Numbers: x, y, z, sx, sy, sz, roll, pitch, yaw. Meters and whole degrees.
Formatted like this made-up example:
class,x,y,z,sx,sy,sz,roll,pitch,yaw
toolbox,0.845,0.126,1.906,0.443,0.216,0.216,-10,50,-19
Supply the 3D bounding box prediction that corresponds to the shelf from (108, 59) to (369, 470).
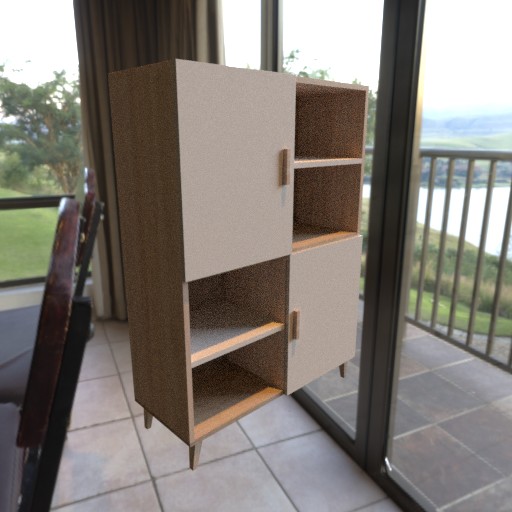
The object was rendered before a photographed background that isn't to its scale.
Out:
class,x,y,z,sx,sy,sz,roll,pitch,yaw
shelf,0.000,0.000,1.888,0.995,1.405,0.434,-14,21,-42
